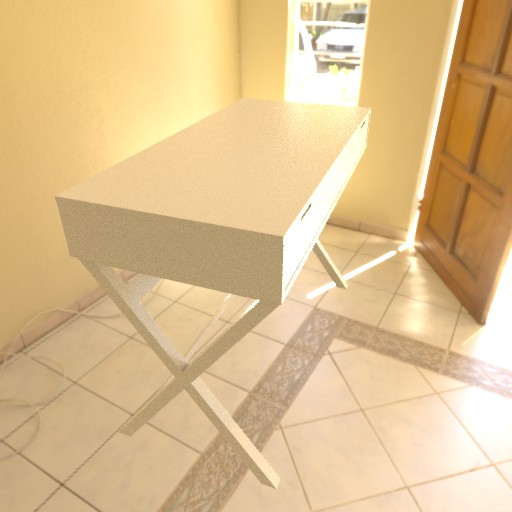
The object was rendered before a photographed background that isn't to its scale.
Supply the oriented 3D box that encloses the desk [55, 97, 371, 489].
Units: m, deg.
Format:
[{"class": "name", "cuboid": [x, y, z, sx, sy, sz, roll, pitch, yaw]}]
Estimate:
[{"class": "desk", "cuboid": [0.000, 0.000, 1.478, 0.509, 0.780, 1.059, 11, 33, 18]}]
